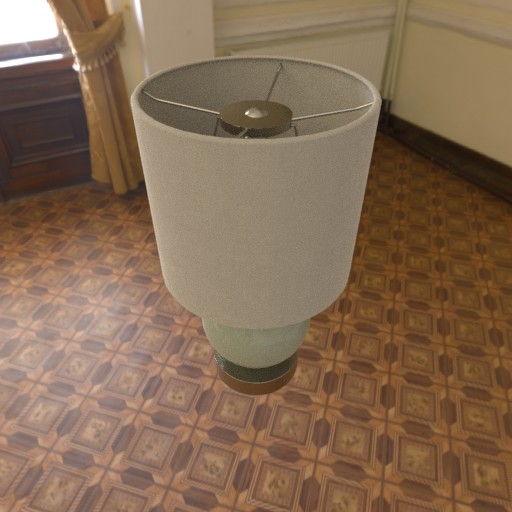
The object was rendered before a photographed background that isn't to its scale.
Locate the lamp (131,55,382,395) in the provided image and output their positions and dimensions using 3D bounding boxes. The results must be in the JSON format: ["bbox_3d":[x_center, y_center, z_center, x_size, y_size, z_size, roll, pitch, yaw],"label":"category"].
[{"bbox_3d":[0.000,0.000,0.473,0.201,0.353,0.201,-10,40,-12],"label":"lamp"}]
